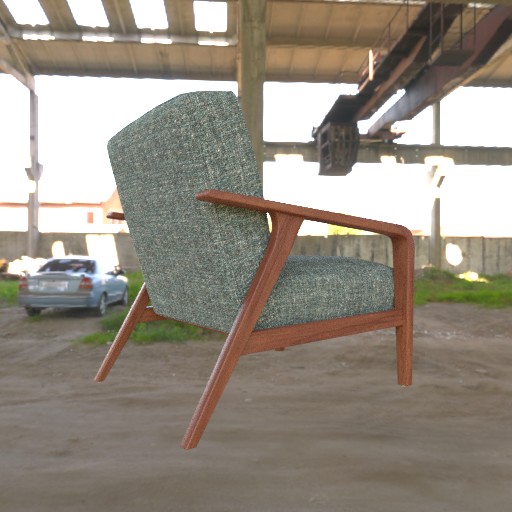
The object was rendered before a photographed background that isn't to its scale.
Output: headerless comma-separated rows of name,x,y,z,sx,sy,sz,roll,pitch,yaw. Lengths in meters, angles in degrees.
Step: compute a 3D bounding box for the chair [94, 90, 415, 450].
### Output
chair,0.000,0.000,1.519,0.889,0.864,0.719,0,0,-36
